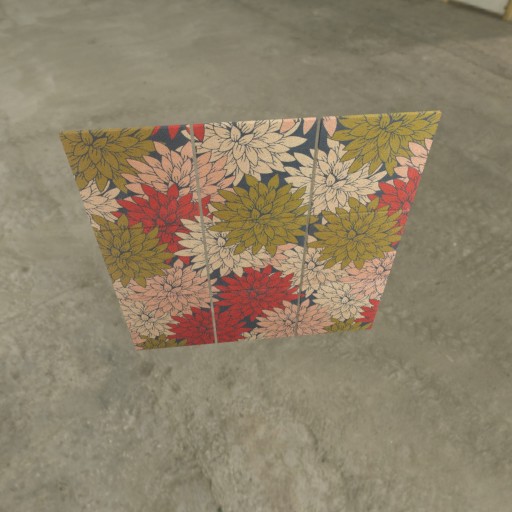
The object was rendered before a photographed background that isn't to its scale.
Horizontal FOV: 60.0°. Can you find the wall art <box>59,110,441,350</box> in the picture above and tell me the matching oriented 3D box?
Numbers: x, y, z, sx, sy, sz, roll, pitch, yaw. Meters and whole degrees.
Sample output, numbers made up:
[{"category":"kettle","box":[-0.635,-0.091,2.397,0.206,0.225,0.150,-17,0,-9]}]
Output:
[{"category":"wall art","box":[0.000,0.000,1.375,0.904,0.913,0.013,-4,46,-4]}]
